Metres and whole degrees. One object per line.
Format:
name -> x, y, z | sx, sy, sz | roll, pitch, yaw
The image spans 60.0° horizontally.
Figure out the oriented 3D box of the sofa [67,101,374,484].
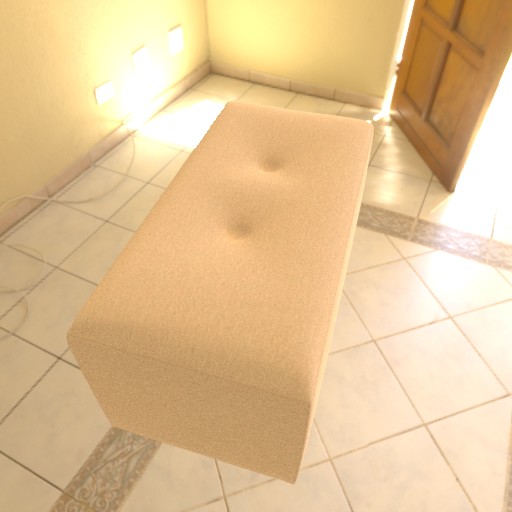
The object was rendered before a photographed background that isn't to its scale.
sofa -> 0.000, 0.000, 1.187 | 0.480, 0.470, 0.930 | 12, 48, 11
